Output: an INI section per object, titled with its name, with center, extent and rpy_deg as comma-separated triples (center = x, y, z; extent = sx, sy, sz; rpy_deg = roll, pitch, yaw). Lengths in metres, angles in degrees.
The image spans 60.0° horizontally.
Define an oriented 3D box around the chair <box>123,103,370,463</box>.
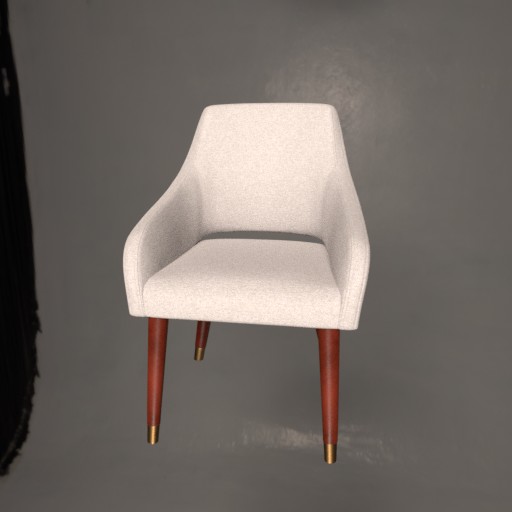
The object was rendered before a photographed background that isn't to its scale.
[chair]
center = 0.000, 0.000, 1.306
extent = 0.609, 0.889, 0.600
rpy_deg = 2, 16, 9
